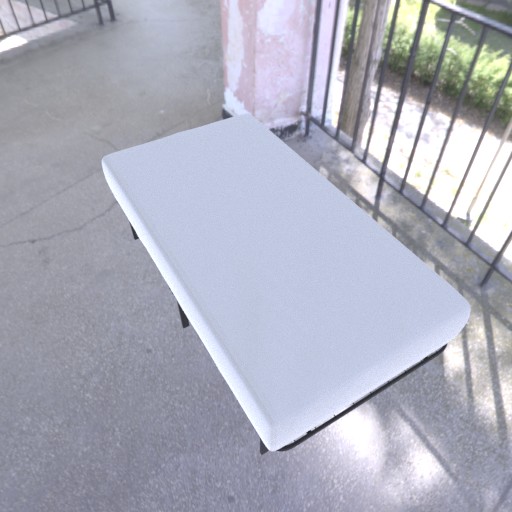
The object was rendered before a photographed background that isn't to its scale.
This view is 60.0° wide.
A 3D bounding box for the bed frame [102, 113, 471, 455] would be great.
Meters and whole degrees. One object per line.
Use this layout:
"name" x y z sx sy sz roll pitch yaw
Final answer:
"bed frame" 0.000 0.000 2.416 1.025 0.640 1.908 -24 51 -21
